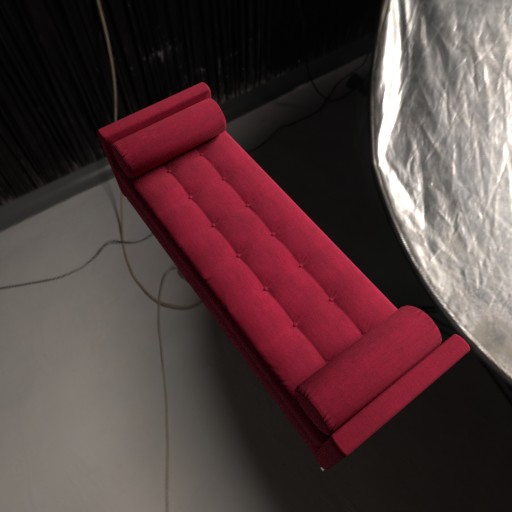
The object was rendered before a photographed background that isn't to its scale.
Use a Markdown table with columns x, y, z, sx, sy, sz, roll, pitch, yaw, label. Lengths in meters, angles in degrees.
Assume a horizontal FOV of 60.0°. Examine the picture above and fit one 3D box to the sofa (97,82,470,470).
| x | y | z | sx | sy | sz | roll | pitch | yaw | label |
| --- | --- | --- | --- | --- | --- | --- | --- | --- | --- |
| 0.000 | 0.000 | 2.313 | 0.686 | 0.635 | 1.981 | -32 | 64 | -17 | sofa |
